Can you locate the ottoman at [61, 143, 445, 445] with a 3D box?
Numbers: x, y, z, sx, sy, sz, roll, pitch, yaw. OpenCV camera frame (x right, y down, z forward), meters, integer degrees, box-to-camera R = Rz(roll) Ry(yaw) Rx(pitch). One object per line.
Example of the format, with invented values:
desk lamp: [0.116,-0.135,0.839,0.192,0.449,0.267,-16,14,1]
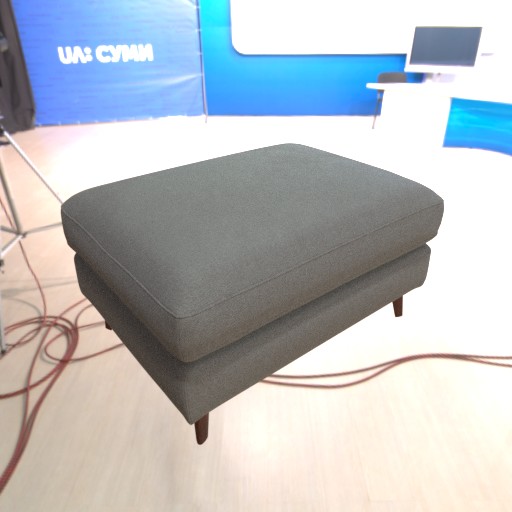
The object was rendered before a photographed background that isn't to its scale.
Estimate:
ottoman: [0.000,0.000,1.176,0.811,0.449,0.608,-22,36,-33]
